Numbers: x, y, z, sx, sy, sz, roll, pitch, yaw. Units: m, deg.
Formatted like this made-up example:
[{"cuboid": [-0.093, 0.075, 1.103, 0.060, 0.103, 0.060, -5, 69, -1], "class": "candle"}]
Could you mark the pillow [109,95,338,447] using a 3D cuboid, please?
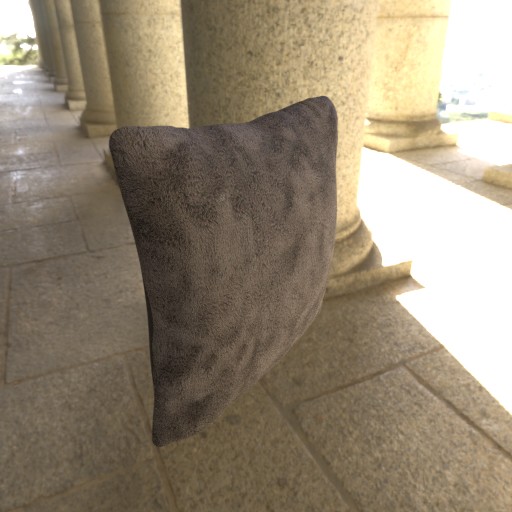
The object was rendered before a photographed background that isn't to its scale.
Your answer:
[{"cuboid": [0.000, 0.000, 0.792, 0.204, 0.520, 0.522, 18, 32, 31], "class": "pillow"}]
